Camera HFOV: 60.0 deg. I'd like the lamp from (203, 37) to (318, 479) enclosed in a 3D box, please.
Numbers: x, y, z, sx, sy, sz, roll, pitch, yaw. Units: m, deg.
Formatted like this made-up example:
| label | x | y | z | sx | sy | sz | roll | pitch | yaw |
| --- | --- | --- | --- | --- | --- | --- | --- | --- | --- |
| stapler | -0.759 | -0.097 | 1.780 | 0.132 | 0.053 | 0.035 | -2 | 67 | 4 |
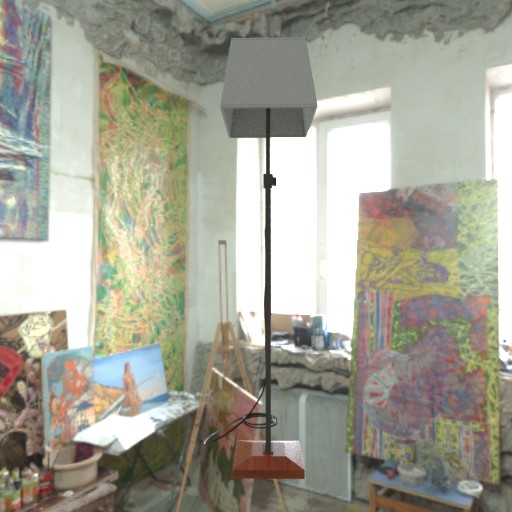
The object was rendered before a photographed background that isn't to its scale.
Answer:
| label | x | y | z | sx | sy | sz | roll | pitch | yaw |
| --- | --- | --- | --- | --- | --- | --- | --- | --- | --- |
| lamp | 0.000 | 0.000 | 2.007 | 0.472 | 1.712 | 0.745 | 0 | 0 | 1 |
